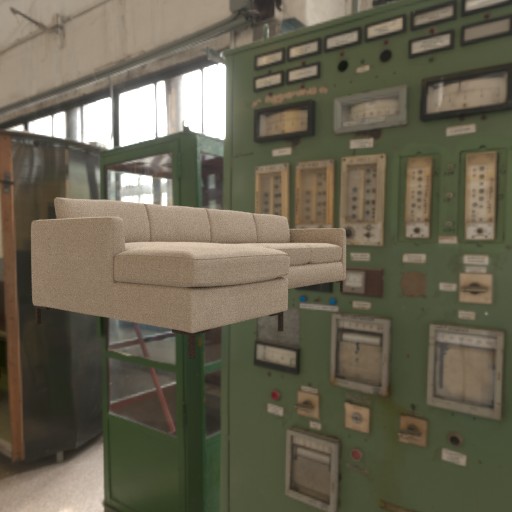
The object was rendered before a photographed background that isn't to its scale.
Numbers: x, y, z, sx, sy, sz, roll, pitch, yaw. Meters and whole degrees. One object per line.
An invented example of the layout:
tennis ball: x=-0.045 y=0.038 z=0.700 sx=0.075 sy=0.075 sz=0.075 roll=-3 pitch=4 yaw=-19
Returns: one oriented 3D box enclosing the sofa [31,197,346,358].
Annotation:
sofa: x=0.000 y=0.000 z=3.531 sx=1.469 sy=0.816 sz=2.923 roll=1 pitch=2 yaw=36
